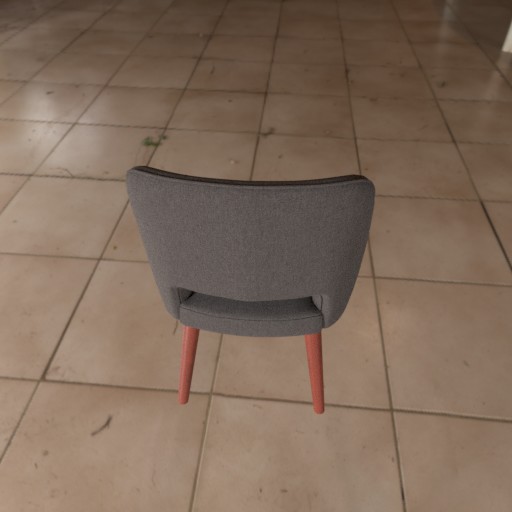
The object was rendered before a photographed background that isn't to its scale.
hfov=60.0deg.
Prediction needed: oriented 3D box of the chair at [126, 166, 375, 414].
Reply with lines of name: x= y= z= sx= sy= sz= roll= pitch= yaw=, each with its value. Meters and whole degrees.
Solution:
chair: x=0.000 y=0.000 z=1.213 sx=0.559 sy=0.838 sz=0.560 roll=3 pitch=44 yaw=3
